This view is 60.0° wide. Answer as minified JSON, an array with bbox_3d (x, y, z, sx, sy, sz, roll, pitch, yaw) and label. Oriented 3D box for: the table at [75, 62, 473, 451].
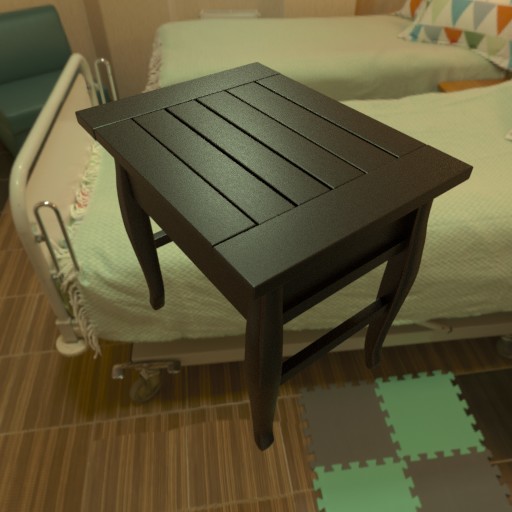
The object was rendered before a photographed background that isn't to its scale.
[{"bbox_3d":[0.000,0.000,1.020,0.460,0.604,0.602,-27,50,-26],"label":"table"}]
